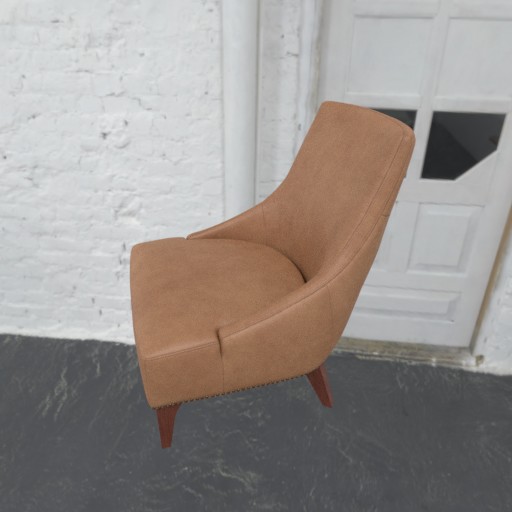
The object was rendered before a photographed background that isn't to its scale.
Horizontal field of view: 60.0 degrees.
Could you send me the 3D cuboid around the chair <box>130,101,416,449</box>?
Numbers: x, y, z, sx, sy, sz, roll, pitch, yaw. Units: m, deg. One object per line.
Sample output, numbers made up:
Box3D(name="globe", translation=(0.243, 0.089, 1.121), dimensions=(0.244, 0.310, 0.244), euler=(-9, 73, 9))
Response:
Box3D(name="chair", translation=(0.000, 0.000, 1.517), dimensions=(0.861, 0.909, 0.701), euler=(-8, 30, -14))
